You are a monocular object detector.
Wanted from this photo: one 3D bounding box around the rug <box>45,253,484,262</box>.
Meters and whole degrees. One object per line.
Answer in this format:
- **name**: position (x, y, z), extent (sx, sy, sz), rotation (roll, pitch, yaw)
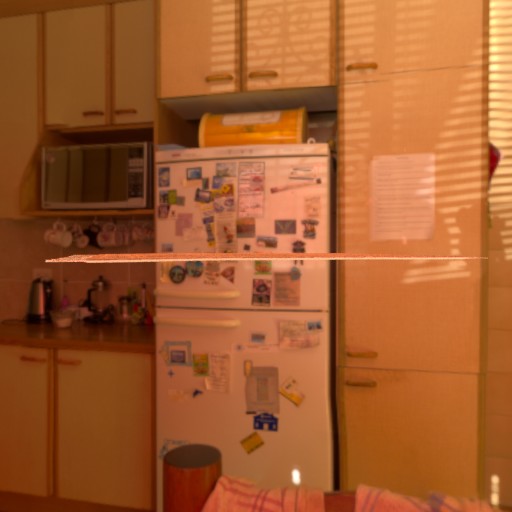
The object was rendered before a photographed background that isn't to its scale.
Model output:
- **rug**: position (0.000, 0.000, 3.039), extent (2.465, 0.023, 1.619), rotation (0, 1, -17)
